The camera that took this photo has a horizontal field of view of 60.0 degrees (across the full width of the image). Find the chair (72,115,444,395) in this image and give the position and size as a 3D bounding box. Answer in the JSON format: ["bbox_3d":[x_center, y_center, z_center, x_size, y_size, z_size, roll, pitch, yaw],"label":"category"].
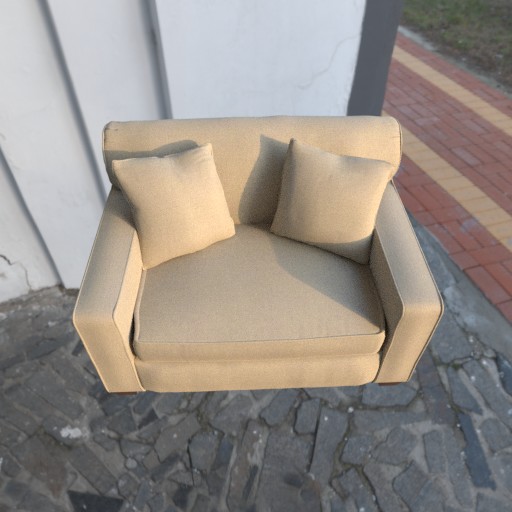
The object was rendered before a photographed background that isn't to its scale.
[{"bbox_3d":[0.000,0.000,2.047,1.383,0.948,1.000,-2,46,-2],"label":"chair"}]
